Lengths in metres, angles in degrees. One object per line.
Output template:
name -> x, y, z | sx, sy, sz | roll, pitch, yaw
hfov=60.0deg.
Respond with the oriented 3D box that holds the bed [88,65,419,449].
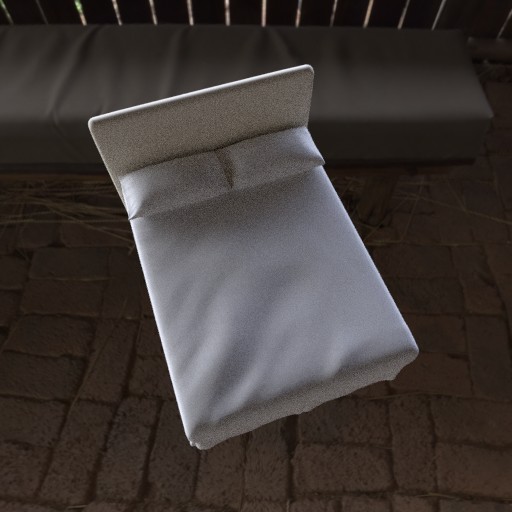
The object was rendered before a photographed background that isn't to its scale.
bed -> 0.000, 0.000, 3.248 | 1.714, 1.330, 2.147 | -17, 64, -9
